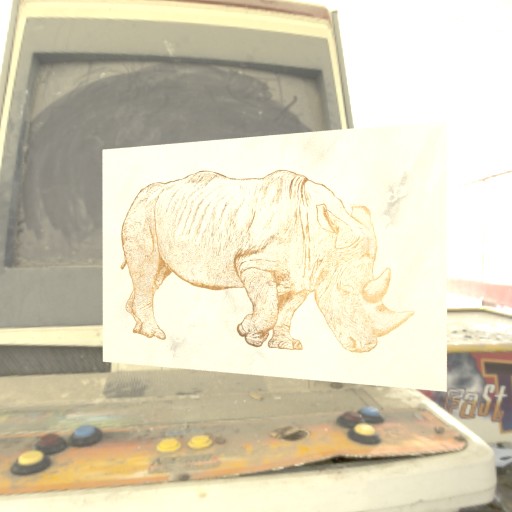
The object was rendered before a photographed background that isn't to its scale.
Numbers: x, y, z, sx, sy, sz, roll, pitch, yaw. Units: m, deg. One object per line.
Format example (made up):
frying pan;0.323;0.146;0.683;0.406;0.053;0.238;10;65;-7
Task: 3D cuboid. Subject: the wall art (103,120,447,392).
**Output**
wall art;0.000;0.000;1.155;0.915;0.610;0.038;0;0;18
